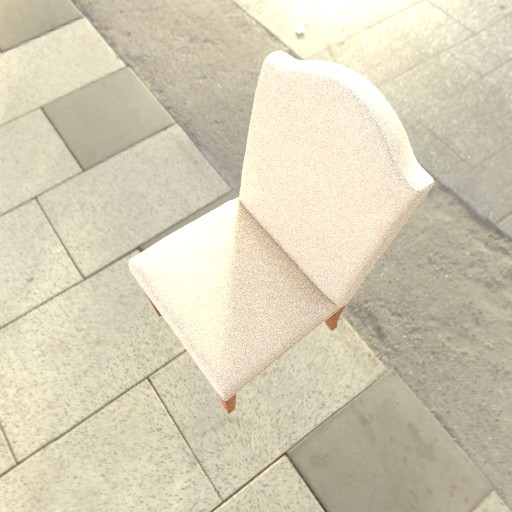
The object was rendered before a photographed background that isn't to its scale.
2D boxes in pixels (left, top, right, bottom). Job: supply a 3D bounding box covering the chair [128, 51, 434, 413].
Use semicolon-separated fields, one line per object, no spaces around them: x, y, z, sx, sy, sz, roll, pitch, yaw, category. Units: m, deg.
0.000;0.000;1.347;0.648;1.012;0.534;-35;69;-16;chair
